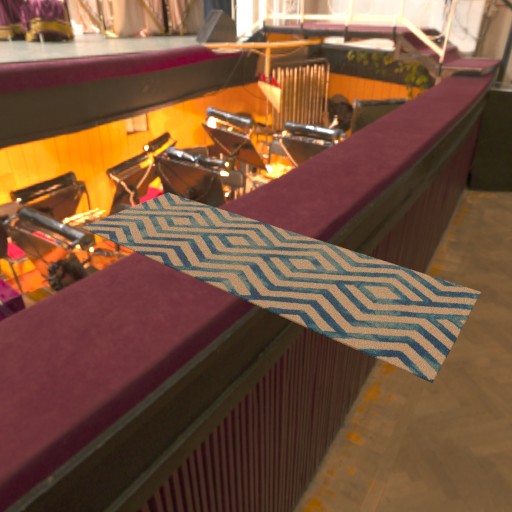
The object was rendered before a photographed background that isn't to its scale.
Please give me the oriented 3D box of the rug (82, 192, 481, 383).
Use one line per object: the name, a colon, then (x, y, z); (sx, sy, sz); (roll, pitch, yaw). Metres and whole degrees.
rug: (0.000, 0.000, 1.683); (1.492, 0.007, 0.503); (20, 35, 31)
